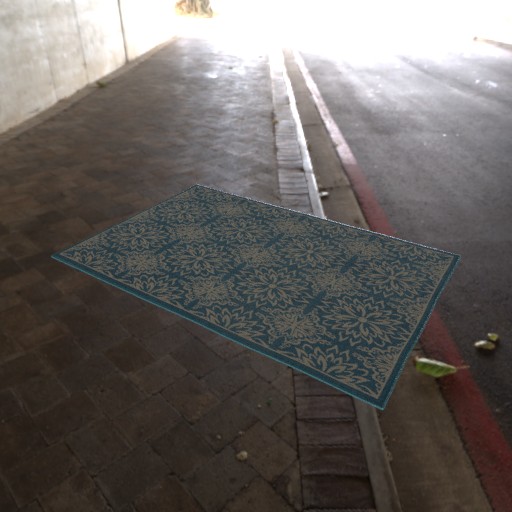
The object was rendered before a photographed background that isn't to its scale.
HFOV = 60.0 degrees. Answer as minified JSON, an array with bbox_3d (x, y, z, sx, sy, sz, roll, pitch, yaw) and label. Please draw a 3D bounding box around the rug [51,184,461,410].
[{"bbox_3d":[0.000,0.000,2.369,1.833,0.012,1.211,19,36,28],"label":"rug"}]
